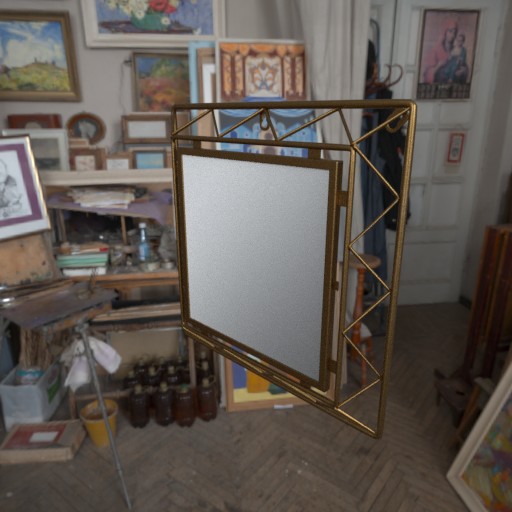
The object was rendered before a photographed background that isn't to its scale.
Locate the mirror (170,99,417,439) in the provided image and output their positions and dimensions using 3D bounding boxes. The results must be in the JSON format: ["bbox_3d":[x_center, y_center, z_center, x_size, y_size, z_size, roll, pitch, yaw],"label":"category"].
[{"bbox_3d":[0.000,0.000,0.629,0.416,0.414,0.046,17,24,42],"label":"mirror"}]
